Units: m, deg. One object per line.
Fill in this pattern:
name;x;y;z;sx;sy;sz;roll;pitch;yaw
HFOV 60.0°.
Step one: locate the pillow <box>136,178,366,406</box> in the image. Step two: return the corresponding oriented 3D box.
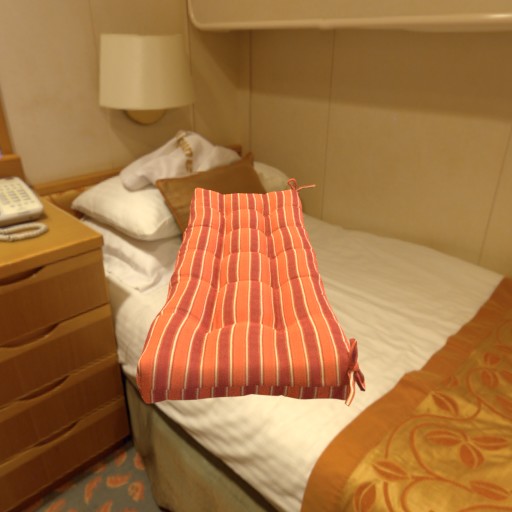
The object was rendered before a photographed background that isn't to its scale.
pillow;0.000;0.000;1.364;0.511;0.174;1.194;-1;26;-1
